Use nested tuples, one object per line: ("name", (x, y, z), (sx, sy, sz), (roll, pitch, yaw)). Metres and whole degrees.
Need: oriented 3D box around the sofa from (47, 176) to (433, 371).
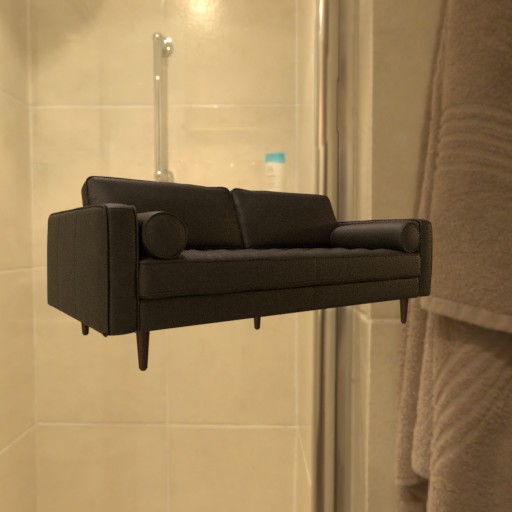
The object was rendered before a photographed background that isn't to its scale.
("sofa", (0.000, 0.000, 2.323), (1.879, 0.770, 0.921), (-1, 2, -36))
